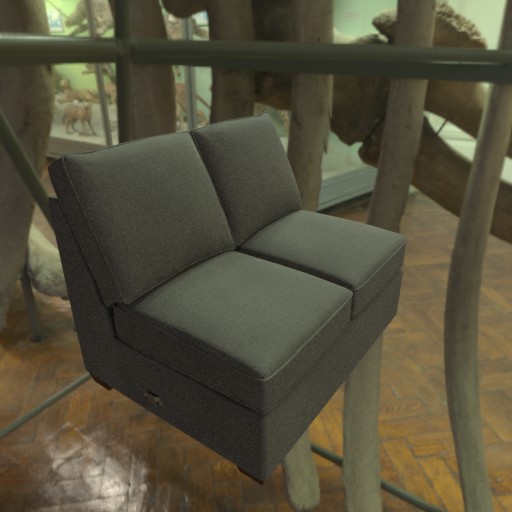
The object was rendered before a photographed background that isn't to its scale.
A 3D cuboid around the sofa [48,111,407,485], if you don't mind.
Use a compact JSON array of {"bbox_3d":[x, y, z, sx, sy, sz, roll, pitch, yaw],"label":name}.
[{"bbox_3d":[0.000,0.000,1.904,0.951,1.008,1.237,17,31,32],"label":"sofa"}]
